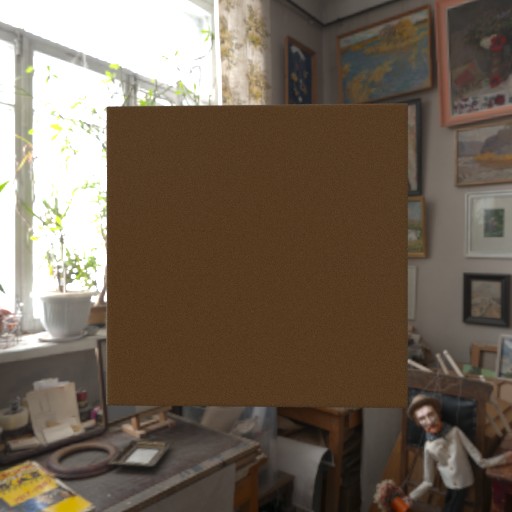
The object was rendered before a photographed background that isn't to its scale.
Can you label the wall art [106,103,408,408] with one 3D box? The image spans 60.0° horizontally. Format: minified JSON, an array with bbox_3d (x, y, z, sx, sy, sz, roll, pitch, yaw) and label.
[{"bbox_3d":[0.000,0.000,1.928,1.287,1.288,0.078,0,0,2],"label":"wall art"}]
